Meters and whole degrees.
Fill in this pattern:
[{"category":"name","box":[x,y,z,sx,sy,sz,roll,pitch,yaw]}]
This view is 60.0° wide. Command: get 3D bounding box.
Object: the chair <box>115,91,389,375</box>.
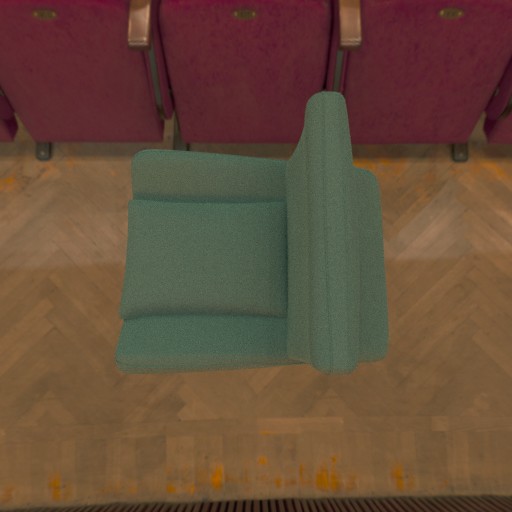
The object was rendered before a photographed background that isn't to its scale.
[{"category":"chair","box":[0.000,0.000,1.653,1.008,0.855,0.859,1,76,0]}]
